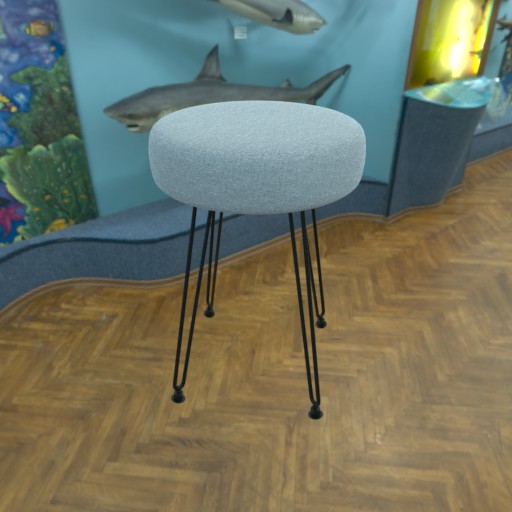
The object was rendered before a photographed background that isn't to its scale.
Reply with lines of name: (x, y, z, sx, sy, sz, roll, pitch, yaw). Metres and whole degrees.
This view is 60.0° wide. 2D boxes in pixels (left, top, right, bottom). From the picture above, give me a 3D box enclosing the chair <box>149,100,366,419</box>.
chair: (0.000, 0.000, 0.715, 0.350, 0.440, 0.350, -21, 36, -31)
